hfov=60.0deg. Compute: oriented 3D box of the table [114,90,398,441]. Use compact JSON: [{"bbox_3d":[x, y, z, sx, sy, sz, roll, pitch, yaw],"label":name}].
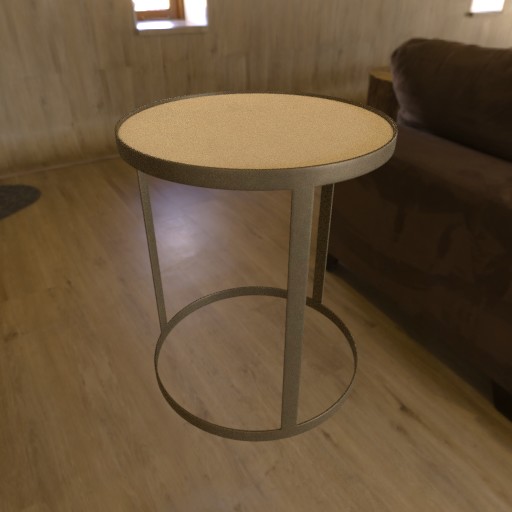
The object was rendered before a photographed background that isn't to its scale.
[{"bbox_3d":[0.000,0.000,0.928,0.480,0.565,0.480,0,32,0],"label":"table"}]
